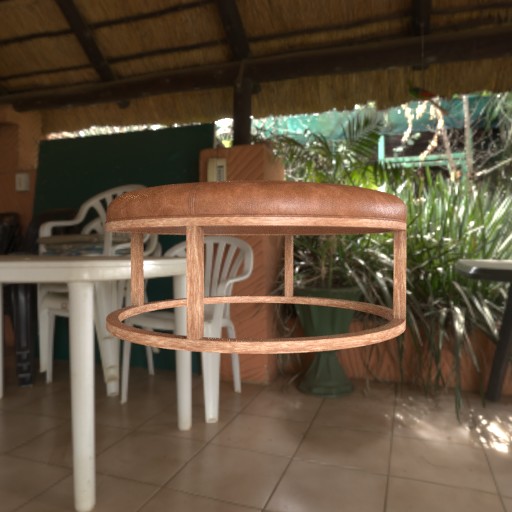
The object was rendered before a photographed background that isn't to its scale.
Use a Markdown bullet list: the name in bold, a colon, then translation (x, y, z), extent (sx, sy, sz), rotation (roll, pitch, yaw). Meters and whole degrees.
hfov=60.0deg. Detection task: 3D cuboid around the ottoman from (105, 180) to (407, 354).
- **ottoman**: translation (0.000, 0.000, 1.551), extent (1.006, 0.445, 1.006), rotation (0, 1, 0)
